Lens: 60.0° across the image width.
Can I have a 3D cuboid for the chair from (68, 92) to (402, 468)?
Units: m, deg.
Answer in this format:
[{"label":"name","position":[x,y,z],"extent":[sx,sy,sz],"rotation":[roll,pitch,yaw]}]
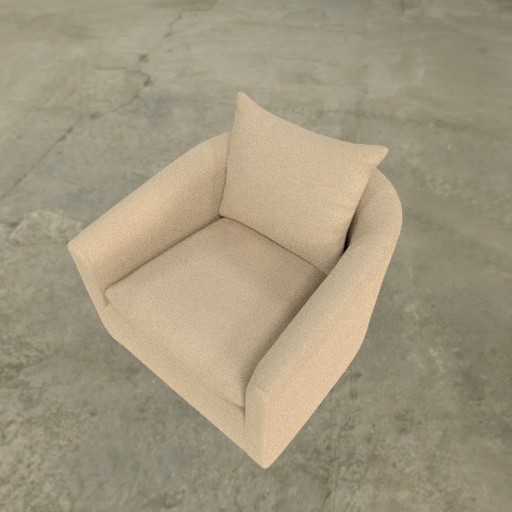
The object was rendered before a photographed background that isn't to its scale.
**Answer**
[{"label":"chair","position":[0.000,0.000,1.568],"extent":[0.845,0.848,0.910],"rotation":[31,54,26]}]
